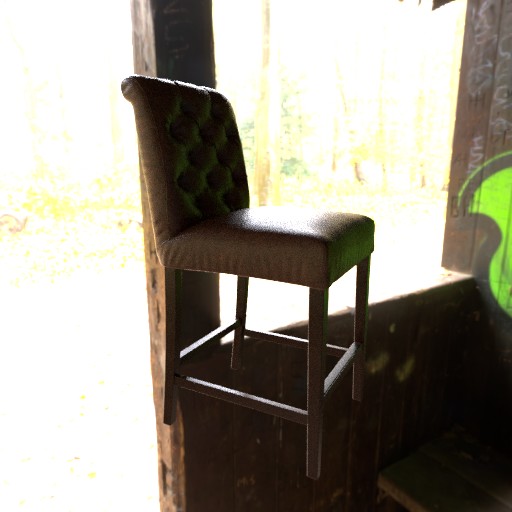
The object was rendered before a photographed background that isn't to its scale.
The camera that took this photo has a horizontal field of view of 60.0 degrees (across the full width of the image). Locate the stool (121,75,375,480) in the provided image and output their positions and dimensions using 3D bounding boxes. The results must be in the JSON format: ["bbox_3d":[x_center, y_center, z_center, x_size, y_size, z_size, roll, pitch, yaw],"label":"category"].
[{"bbox_3d":[0.000,0.000,1.422,0.660,1.084,0.486,7,15,27],"label":"stool"}]
